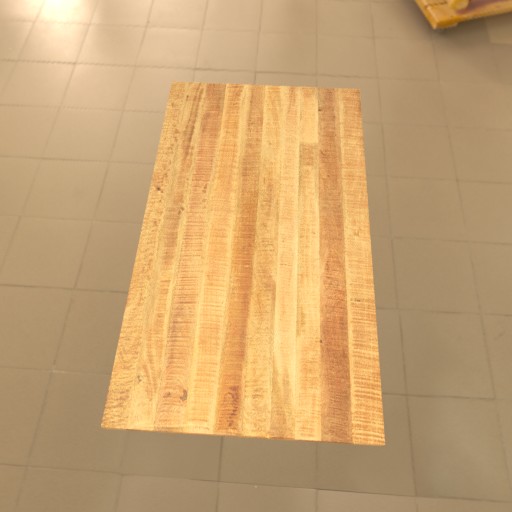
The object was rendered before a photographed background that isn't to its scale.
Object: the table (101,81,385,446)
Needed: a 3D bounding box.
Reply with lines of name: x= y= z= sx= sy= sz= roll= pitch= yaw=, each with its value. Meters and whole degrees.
table: x=0.000 y=0.000 z=1.686 sx=0.760 sy=0.455 sz=1.320 roll=3 pitch=63 yaw=2
